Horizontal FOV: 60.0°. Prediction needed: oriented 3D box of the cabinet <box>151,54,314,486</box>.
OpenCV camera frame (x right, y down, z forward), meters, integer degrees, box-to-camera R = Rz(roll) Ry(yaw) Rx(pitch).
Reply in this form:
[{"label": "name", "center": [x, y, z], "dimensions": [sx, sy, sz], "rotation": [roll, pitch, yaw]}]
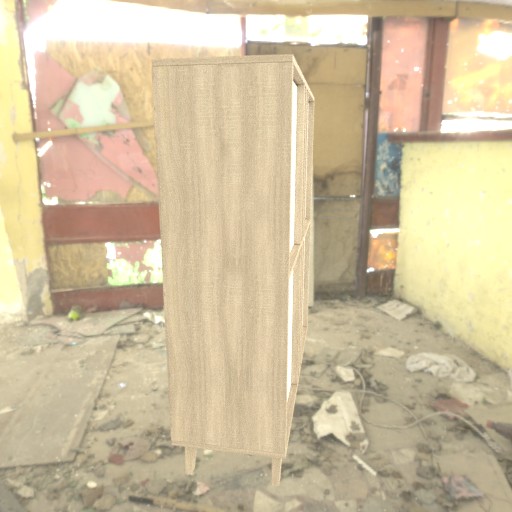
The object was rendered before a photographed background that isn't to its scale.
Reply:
[{"label": "cabinet", "center": [0.000, 0.000, 1.903], "dimensions": [0.398, 1.388, 1.111], "rotation": [2, 14, 10]}]
